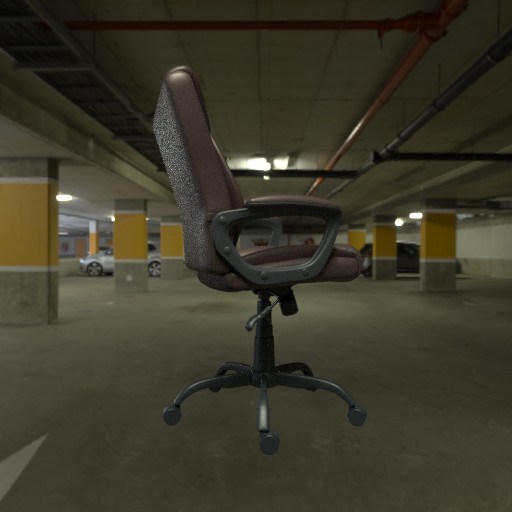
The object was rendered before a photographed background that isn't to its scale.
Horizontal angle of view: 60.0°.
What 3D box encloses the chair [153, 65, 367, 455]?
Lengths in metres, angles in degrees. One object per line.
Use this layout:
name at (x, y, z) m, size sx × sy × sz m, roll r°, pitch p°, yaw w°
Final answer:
chair at (0.000, 0.000, 1.495) m, size 0.655 × 1.072 × 0.615 m, roll 0°, pitch 1°, yaw -17°
